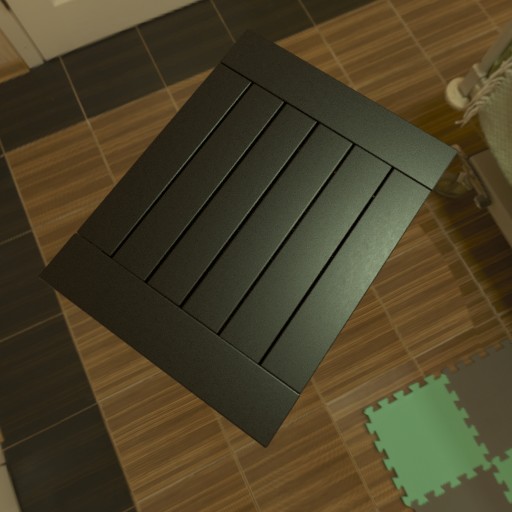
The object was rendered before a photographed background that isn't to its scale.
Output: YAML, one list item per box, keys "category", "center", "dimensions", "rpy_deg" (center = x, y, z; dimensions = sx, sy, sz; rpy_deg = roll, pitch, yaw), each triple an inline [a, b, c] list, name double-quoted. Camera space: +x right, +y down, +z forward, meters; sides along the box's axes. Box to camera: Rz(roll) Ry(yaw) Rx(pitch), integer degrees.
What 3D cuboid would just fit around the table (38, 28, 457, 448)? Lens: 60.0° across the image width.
- category: "table"
  center: [0.000, 0.000, 1.051]
  dimensions: [0.460, 0.604, 0.602]
  rpy_deg: [34, 78, 8]
